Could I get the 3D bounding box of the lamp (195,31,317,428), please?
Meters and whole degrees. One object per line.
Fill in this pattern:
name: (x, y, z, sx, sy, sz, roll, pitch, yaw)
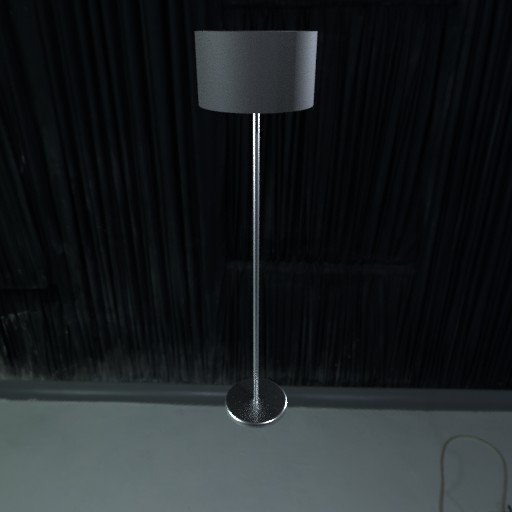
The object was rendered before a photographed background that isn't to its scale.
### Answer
lamp: (0.000, 0.000, 1.595, 0.348, 1.443, 0.348, 0, 27, -1)
